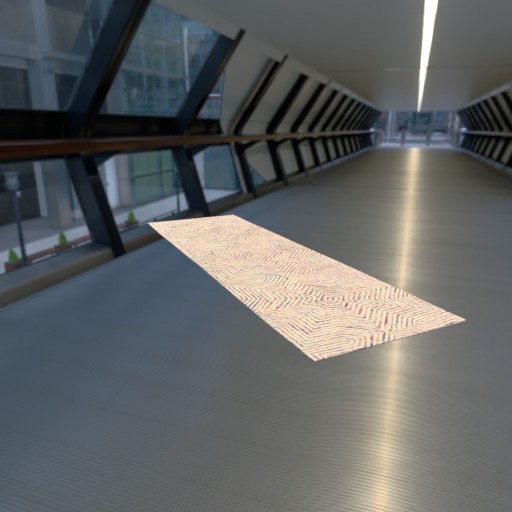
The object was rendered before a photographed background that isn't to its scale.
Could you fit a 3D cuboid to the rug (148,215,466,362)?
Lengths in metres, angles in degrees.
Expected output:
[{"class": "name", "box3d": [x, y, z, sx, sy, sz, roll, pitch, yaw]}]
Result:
[{"class": "rug", "box3d": [0.000, 0.000, 2.738, 0.771, 0.009, 2.443, -8, 19, -25]}]
